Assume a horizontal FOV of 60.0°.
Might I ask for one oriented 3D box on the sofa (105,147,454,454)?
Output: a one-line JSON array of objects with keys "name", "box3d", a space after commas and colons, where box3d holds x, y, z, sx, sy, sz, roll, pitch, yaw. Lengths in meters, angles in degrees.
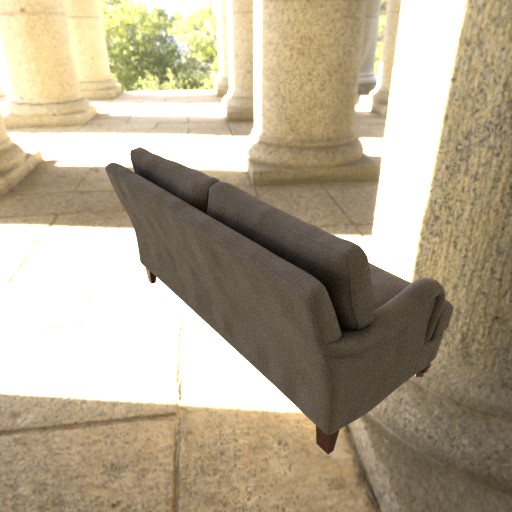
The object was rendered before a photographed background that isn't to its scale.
[{"name": "sofa", "box3d": [0.000, 0.000, 2.803, 1.069, 1.096, 2.193, -19, 32, -32]}]
